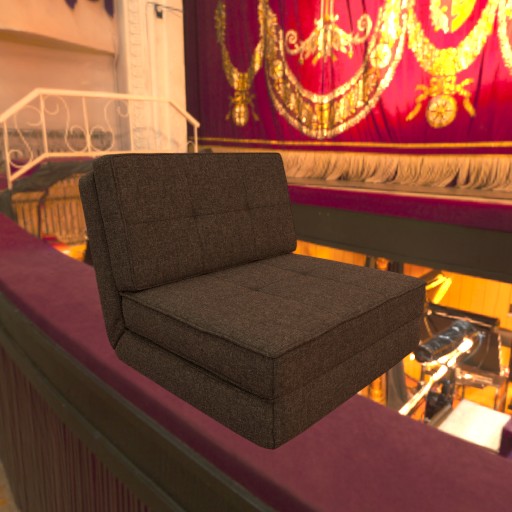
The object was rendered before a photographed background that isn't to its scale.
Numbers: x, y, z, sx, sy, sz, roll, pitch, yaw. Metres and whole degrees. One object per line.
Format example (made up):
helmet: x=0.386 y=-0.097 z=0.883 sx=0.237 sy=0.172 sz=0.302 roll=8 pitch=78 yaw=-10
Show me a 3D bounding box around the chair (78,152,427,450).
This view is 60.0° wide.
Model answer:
chair: x=0.000 y=0.000 z=1.356 sx=0.800 sy=0.615 sz=0.740 roll=13 pitch=18 yaw=42
